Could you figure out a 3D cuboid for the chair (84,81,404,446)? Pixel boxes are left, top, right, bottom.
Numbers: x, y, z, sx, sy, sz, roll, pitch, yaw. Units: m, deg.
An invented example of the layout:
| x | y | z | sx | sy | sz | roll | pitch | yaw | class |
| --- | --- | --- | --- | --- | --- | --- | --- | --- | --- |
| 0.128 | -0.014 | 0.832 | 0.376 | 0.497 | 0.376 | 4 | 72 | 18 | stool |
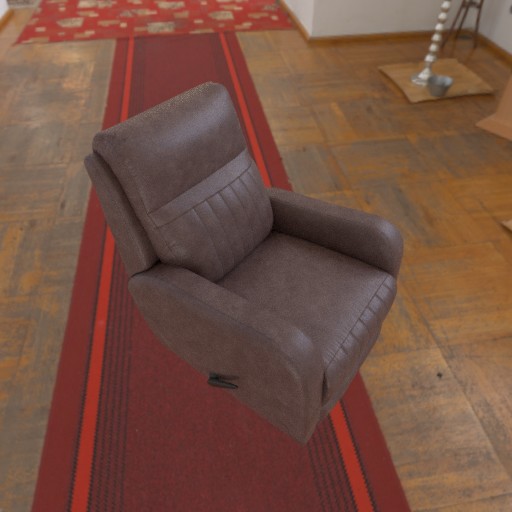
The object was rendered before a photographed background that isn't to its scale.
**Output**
| x | y | z | sx | sy | sz | roll | pitch | yaw | class |
| --- | --- | --- | --- | --- | --- | --- | --- | --- | --- |
| 0.000 | 0.000 | 1.817 | 1.067 | 1.067 | 0.865 | 26 | 49 | 25 | chair |
